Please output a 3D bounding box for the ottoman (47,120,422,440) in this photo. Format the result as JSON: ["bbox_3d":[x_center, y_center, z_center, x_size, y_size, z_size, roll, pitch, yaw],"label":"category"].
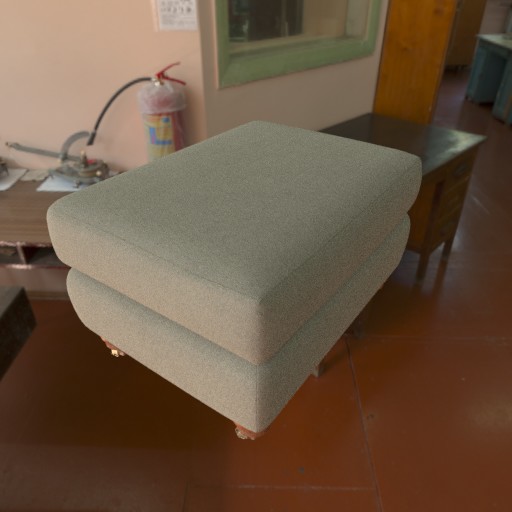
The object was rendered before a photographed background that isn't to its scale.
[{"bbox_3d":[0.000,0.000,1.139,0.569,0.504,0.773,21,39,29],"label":"ottoman"}]
